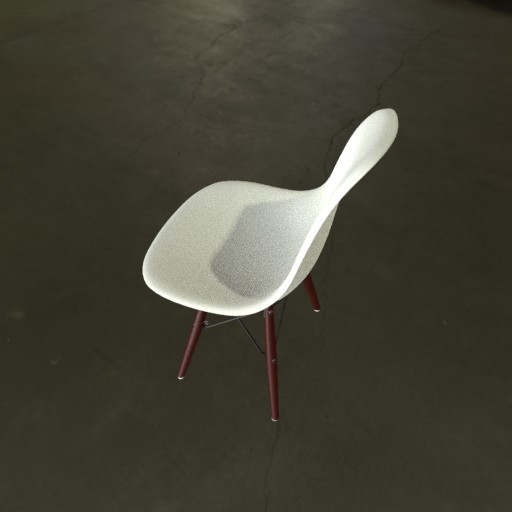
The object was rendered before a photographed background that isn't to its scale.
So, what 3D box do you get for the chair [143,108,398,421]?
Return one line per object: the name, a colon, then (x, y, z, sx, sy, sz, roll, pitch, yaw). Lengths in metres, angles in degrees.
chair: (0.000, 0.000, 1.147, 0.533, 0.826, 0.470, 15, 48, 14)
